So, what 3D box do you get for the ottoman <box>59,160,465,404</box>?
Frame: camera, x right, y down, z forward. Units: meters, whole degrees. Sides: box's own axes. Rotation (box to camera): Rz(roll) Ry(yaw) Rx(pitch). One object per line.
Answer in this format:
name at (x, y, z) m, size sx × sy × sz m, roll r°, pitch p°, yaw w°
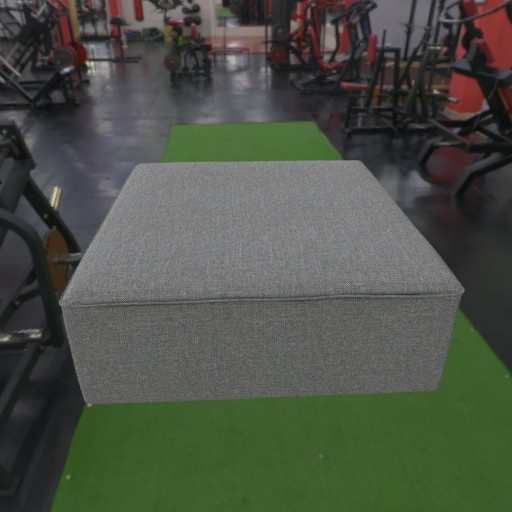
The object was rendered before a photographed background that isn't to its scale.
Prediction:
ottoman at (0.000, 0.000, 1.584) m, size 1.017 × 0.423 × 1.023 m, roll -1°, pitch 30°, yaw -2°
